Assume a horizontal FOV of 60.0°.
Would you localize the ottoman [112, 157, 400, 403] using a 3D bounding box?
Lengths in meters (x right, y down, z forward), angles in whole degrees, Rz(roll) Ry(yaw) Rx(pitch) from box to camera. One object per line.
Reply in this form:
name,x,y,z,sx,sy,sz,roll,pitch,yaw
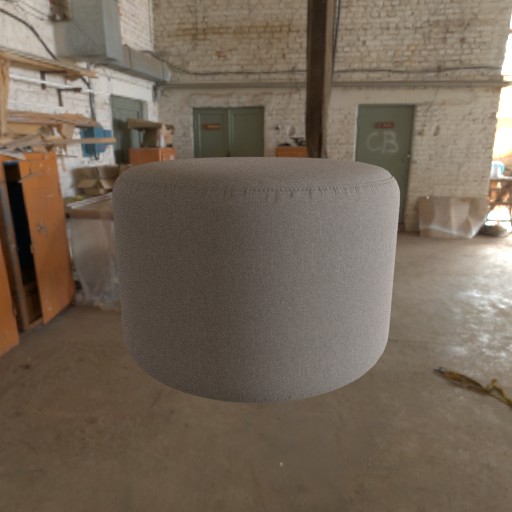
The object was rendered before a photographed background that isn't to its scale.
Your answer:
ottoman,0.000,0.000,1.017,0.608,0.433,0.608,0,15,0
